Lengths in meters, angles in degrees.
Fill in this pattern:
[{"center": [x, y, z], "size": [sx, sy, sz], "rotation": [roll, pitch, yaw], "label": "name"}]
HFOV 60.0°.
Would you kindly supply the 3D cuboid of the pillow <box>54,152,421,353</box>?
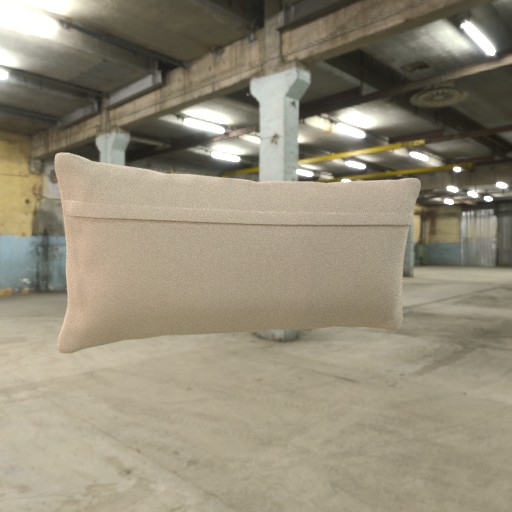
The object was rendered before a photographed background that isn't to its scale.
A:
[{"center": [0.000, 0.000, 0.735], "size": [0.609, 0.292, 0.155], "rotation": [0, 0, -18], "label": "pillow"}]
